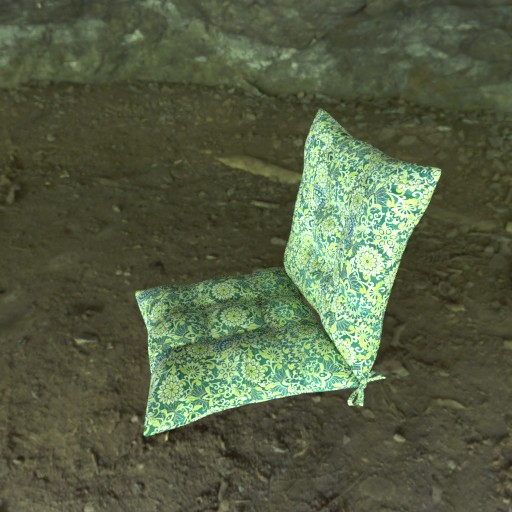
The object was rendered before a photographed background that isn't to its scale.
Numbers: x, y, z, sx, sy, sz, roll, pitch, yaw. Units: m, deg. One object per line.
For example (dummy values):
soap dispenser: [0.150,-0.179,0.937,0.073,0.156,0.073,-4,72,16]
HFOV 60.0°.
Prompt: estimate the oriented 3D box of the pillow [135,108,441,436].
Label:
pillow: [0.000,0.000,1.017,0.585,0.536,0.541,-8,31,-13]
